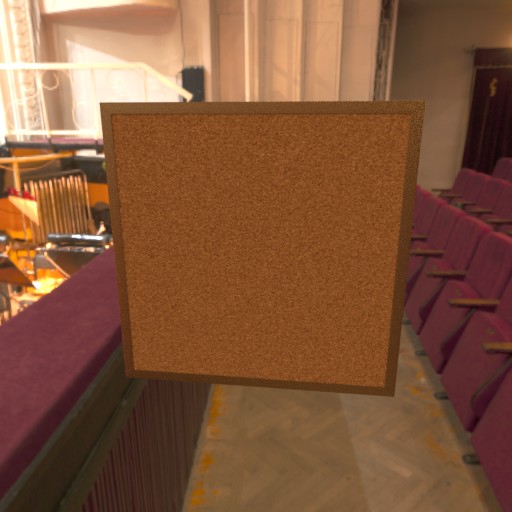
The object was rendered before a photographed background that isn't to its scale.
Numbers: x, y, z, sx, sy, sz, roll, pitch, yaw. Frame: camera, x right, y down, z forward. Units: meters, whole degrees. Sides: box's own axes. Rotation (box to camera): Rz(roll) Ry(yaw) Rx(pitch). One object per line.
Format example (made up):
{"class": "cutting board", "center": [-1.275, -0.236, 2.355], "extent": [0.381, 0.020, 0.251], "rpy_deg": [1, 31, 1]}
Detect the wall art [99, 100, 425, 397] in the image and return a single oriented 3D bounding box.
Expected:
{"class": "wall art", "center": [0.000, 0.000, 1.164], "extent": [0.767, 0.765, 0.036], "rpy_deg": [2, 17, 7]}
